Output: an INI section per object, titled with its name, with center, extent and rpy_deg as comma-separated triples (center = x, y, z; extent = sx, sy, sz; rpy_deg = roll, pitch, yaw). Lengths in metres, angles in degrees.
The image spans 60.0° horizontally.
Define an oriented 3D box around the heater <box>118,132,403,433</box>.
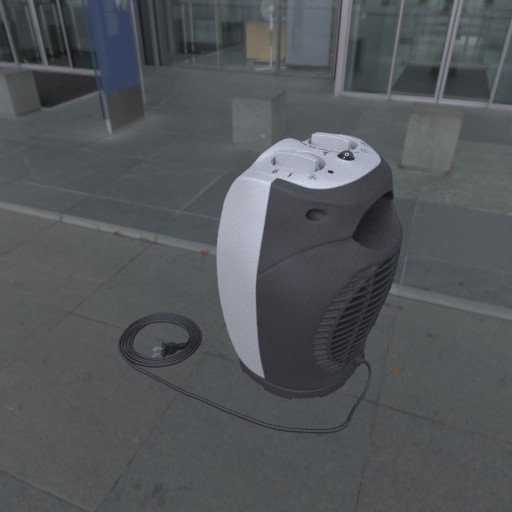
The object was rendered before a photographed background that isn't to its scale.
[heater]
center = 0.000, 0.000, 0.478
extent = 0.291, 0.255, 0.239
rpy_deg = 22, 39, 30
